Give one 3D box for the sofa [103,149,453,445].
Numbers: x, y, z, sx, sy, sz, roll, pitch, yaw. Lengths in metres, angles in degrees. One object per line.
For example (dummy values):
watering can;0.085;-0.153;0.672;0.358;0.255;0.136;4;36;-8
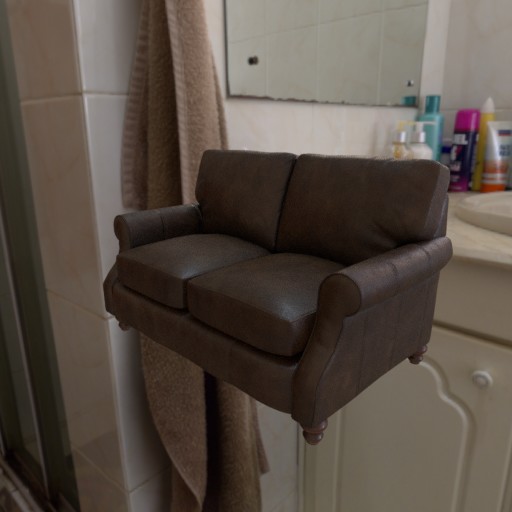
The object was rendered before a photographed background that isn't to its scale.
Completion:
sofa;0.000;0.000;2.190;1.616;0.976;0.990;15;22;43
